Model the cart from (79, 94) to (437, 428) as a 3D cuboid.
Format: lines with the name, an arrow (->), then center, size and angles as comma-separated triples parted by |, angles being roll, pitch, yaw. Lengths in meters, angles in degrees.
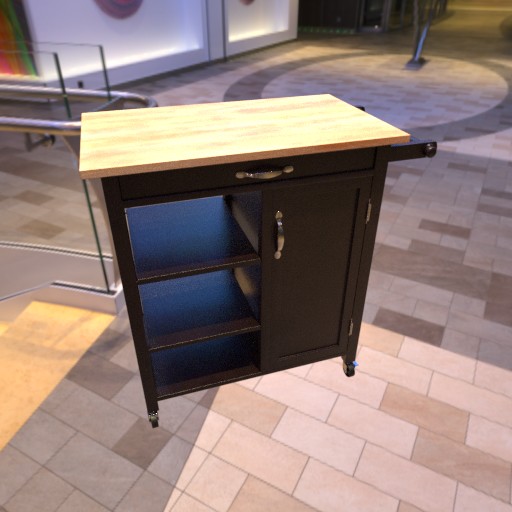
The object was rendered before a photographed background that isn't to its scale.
cart -> 0.000, 0.000, 1.453 | 0.914, 0.878, 0.472 | -10, 34, -15
